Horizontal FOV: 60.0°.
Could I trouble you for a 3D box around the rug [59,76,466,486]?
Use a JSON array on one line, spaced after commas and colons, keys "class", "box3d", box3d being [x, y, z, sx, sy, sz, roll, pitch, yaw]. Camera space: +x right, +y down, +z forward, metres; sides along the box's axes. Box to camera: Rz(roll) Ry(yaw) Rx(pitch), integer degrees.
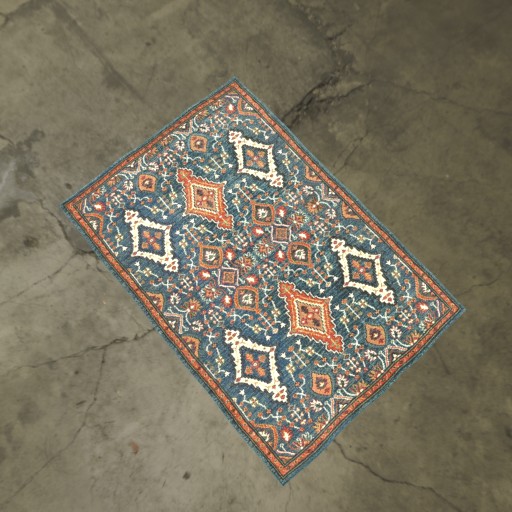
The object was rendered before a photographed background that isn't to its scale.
[{"class": "rug", "box3d": [0.000, 0.000, 2.987, 1.622, 0.009, 2.373, -40, 78, -10]}]
